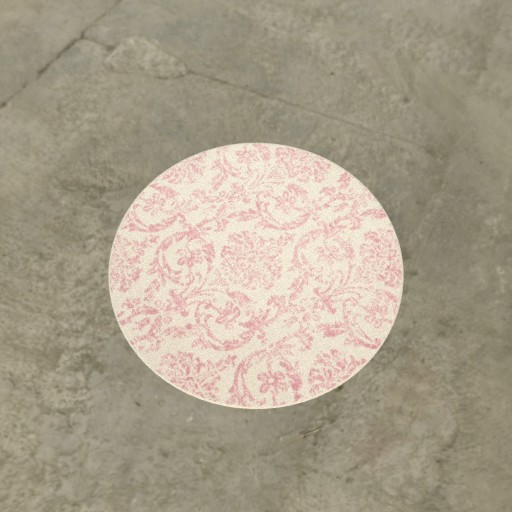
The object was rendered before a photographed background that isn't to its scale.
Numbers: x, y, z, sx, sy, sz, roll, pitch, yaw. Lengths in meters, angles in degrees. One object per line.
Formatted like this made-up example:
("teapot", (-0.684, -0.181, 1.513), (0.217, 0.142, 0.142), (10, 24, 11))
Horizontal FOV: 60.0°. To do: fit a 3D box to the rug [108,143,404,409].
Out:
("rug", (0.000, 0.000, 2.419), (1.593, 0.012, 1.593), (0, 63, 0))
